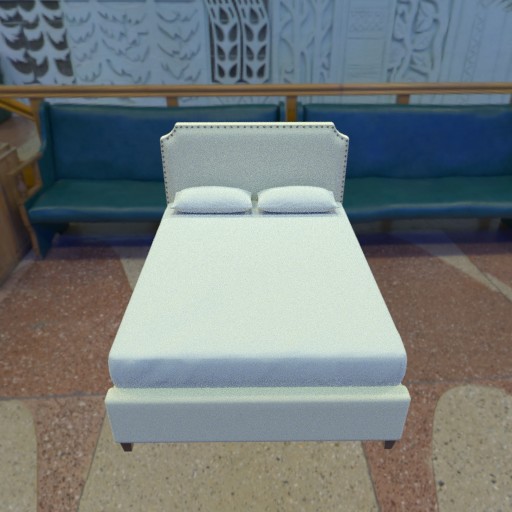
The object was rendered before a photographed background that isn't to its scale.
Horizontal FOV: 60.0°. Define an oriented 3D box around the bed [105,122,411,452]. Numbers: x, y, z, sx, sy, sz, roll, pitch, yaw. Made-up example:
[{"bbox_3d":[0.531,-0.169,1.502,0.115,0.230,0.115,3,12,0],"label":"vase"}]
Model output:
[{"bbox_3d":[0.000,0.000,3.314,1.703,1.415,2.329,0,30,-1],"label":"bed"}]
